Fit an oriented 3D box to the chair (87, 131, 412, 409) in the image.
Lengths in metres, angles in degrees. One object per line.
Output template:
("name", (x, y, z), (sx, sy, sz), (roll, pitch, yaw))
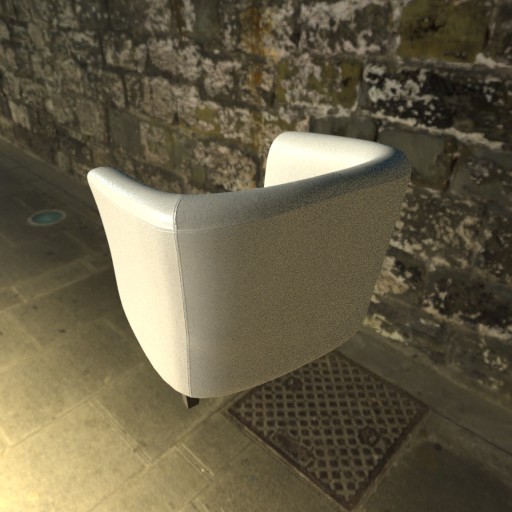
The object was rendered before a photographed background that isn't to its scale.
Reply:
("chair", (0.000, 0.000, 1.392), (0.792, 0.756, 0.727), (-19, 36, -27))
